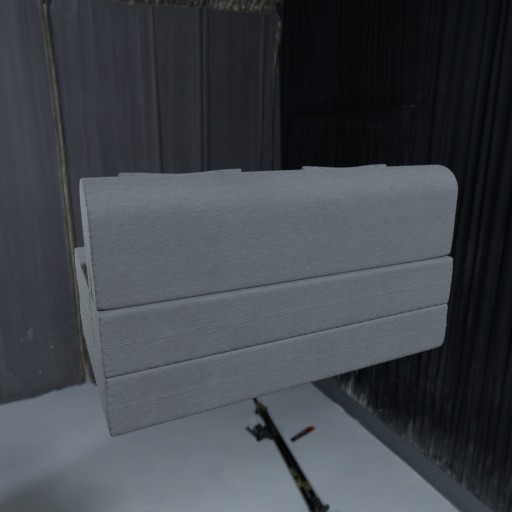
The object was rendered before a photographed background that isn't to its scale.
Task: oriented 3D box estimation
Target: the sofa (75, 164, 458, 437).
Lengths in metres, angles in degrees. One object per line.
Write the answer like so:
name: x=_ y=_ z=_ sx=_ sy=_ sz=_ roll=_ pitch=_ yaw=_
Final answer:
sofa: x=0.000 y=0.000 z=1.665 sx=1.225 sy=0.670 sz=0.762 roll=-7 pitch=17 yaw=-25
